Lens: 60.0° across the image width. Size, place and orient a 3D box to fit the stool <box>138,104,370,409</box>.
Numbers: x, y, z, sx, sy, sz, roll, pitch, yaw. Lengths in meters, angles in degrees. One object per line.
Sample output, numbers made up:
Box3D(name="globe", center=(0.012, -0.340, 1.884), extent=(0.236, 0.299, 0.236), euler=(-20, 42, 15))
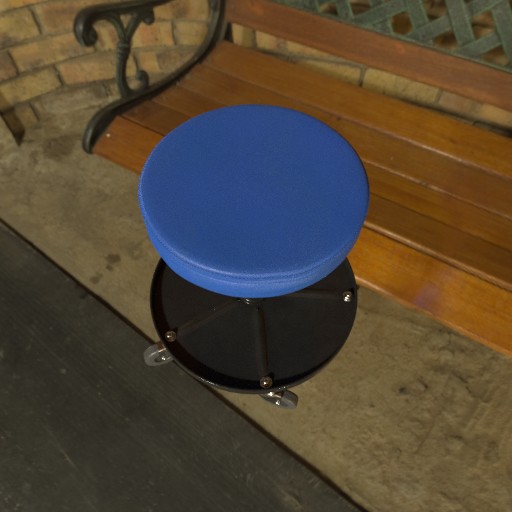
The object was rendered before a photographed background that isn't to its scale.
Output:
Box3D(name="stool", center=(0.000, 0.000, 0.676), extent=(0.381, 0.365, 0.382), euler=(0, 58, 0))
